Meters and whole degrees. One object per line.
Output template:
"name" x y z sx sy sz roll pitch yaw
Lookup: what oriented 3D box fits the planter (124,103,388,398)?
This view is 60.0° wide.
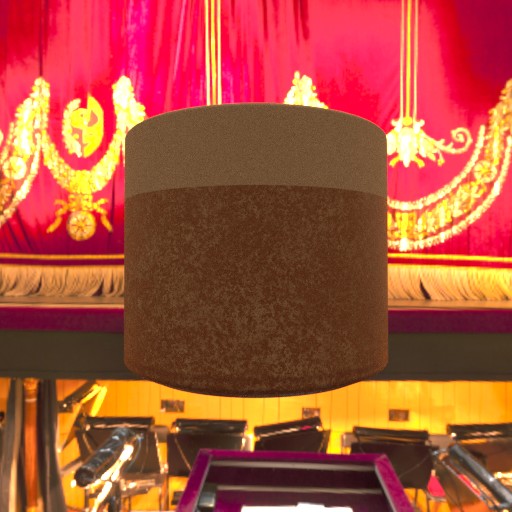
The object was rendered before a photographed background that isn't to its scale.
"planter" 0.000 0.000 0.278 0.159 0.138 0.159 0 -1 0
